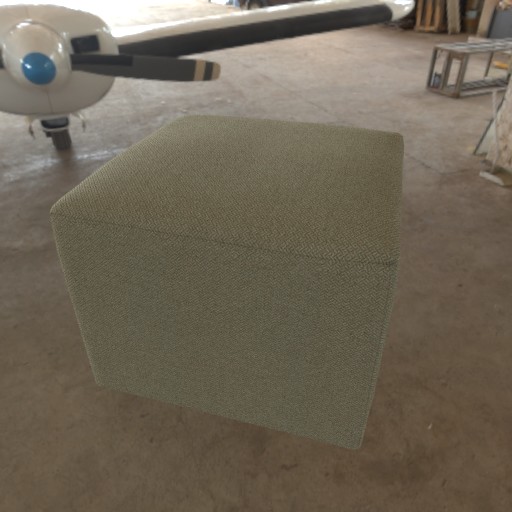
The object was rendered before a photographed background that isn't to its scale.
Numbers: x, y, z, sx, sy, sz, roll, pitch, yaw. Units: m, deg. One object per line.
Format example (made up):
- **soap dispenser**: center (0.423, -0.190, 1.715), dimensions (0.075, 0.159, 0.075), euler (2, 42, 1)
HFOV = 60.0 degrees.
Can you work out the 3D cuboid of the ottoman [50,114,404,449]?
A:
- **ottoman**: center (0.000, 0.000, 0.899), dimensions (0.521, 0.453, 0.512), euler (9, 35, 13)
